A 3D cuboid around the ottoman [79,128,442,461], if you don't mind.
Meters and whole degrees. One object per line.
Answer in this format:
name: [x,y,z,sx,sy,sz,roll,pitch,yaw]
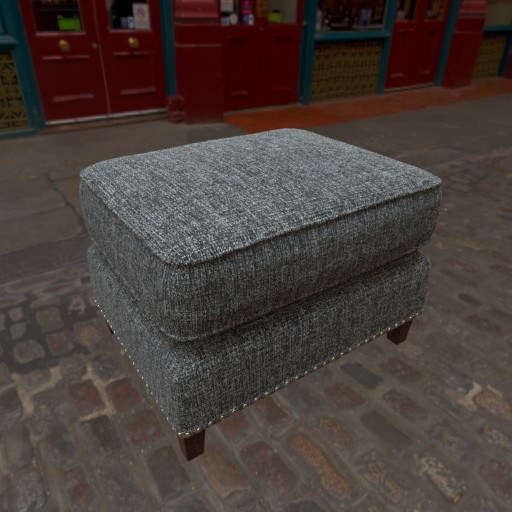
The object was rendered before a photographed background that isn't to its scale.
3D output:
ottoman: [0.000,0.000,1.150,0.738,0.537,0.589,-19,35,-29]
